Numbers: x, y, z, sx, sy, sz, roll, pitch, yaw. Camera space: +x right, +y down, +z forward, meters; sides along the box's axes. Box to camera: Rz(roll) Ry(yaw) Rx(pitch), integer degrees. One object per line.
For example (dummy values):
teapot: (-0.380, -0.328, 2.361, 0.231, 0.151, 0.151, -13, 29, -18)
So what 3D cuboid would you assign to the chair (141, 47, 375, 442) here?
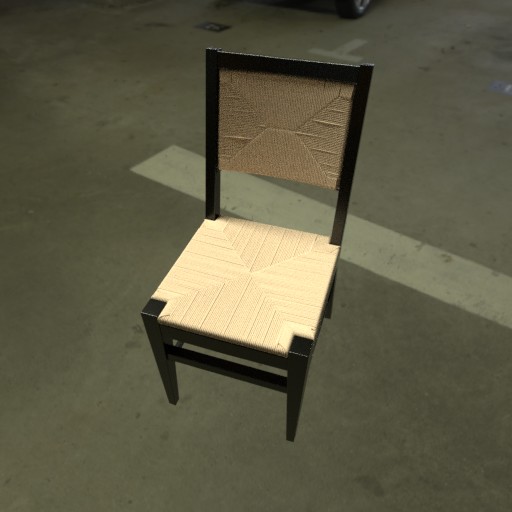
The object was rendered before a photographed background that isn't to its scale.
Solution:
chair: (0.000, 0.000, 1.243, 0.437, 0.927, 0.552, 12, 43, 13)
